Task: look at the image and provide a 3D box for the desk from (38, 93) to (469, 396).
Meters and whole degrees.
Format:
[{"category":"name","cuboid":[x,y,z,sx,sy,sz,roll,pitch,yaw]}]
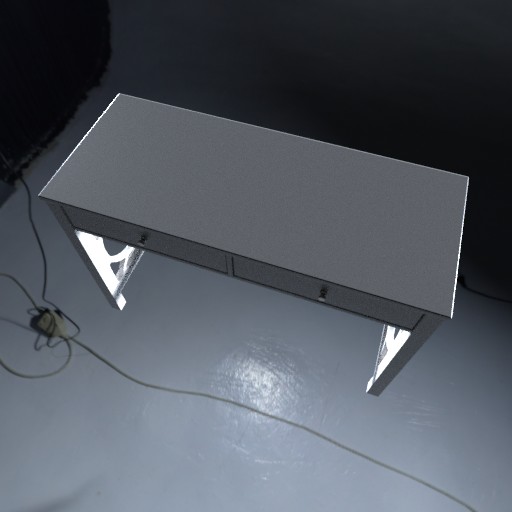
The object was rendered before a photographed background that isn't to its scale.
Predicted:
[{"category":"desk","cuboid":[0.000,0.000,1.642,1.191,0.762,0.504,16,59,10]}]
